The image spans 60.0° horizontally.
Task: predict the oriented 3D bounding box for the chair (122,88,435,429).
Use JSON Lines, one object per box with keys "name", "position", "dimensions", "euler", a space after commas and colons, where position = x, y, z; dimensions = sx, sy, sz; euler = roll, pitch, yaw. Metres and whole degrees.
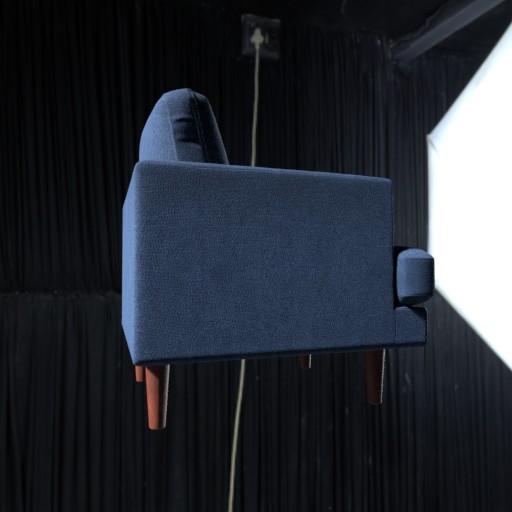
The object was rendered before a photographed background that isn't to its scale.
{"name": "chair", "position": [0.000, 0.000, 1.603], "dimensions": [0.899, 0.957, 0.858], "euler": [0, -2, -19]}
